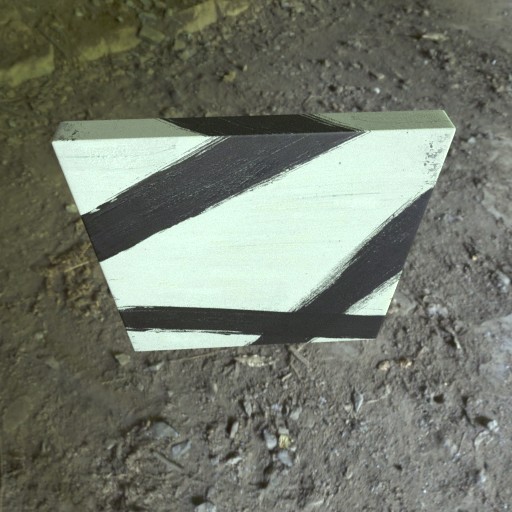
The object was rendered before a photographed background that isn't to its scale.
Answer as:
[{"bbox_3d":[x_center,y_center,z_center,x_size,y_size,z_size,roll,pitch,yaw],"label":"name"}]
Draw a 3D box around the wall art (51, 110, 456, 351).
[{"bbox_3d":[0.000,0.000,0.756,0.507,0.508,0.050,-2,48,-2],"label":"wall art"}]
